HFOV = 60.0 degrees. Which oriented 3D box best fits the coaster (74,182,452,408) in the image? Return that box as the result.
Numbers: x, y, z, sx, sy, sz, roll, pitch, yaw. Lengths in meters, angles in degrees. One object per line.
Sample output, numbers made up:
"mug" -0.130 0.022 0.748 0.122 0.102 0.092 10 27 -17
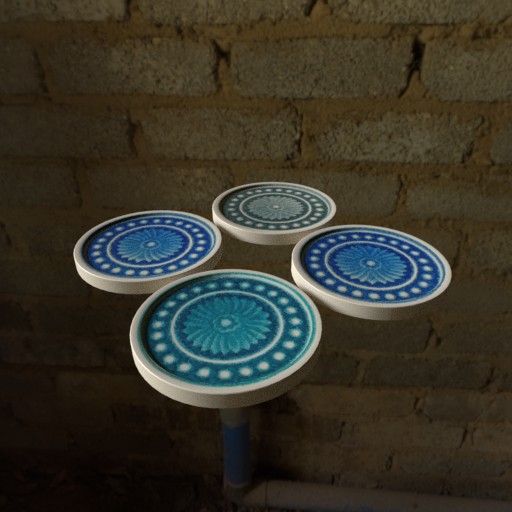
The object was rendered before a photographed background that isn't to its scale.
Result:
"coaster" 0.000 0.000 0.323 0.224 0.010 0.220 -19 36 -29
